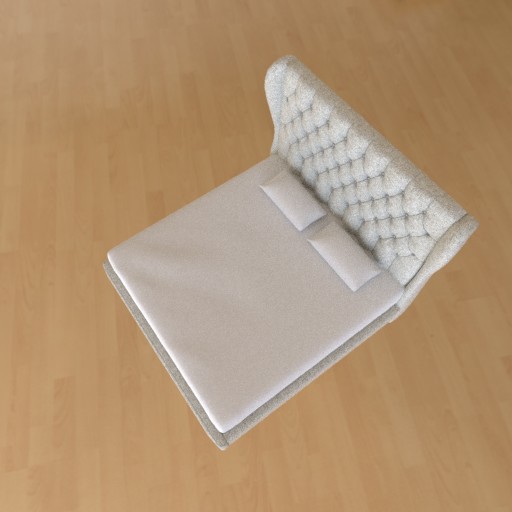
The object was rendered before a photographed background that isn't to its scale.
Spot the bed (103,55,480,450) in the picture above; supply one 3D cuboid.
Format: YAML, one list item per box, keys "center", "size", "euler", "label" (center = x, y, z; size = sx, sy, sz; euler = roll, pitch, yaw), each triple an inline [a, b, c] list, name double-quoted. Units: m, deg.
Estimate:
- center: [0.000, 0.000, 3.932]
  size: [2.347, 1.771, 2.219]
  euler: [-33, 68, -15]
  label: "bed"
